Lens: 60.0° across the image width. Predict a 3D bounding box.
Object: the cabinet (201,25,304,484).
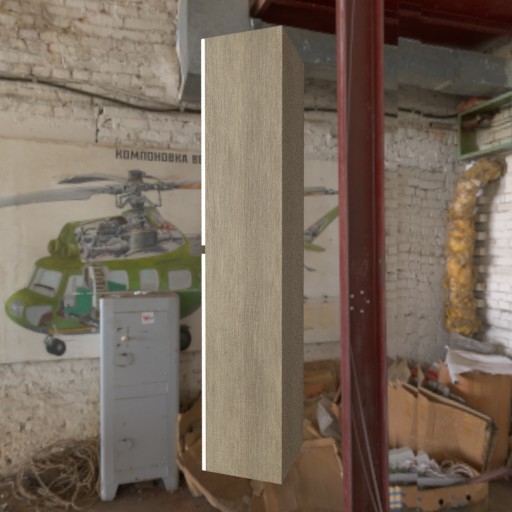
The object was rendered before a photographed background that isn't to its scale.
[{"bbox_3d":[0.000,0.000,1.538,0.270,1.400,0.300,0,1,19],"label":"cabinet"}]
